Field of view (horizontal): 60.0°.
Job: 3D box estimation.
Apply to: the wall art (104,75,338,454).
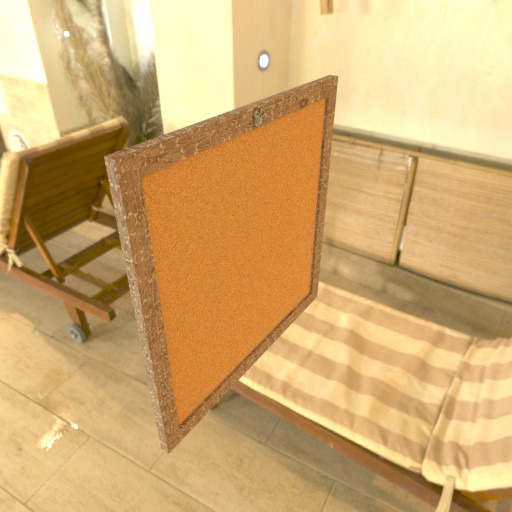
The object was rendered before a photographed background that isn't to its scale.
[{"bbox_3d":[0.000,0.000,0.574,0.022,0.380,0.380,21,39,29],"label":"wall art"}]
